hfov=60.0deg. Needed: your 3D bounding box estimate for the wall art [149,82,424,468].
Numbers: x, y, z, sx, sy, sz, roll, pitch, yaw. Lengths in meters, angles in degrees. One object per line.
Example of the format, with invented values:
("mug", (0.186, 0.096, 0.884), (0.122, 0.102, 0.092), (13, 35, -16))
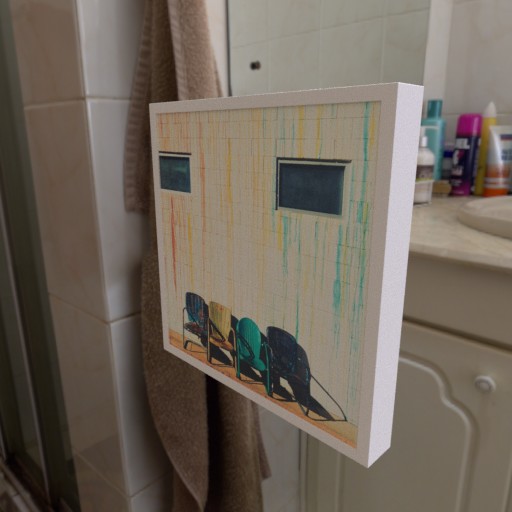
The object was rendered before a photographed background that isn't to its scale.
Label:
("wall art", (0.000, 0.000, 0.450), (0.038, 0.305, 0.305), (-15, 21, -43))
